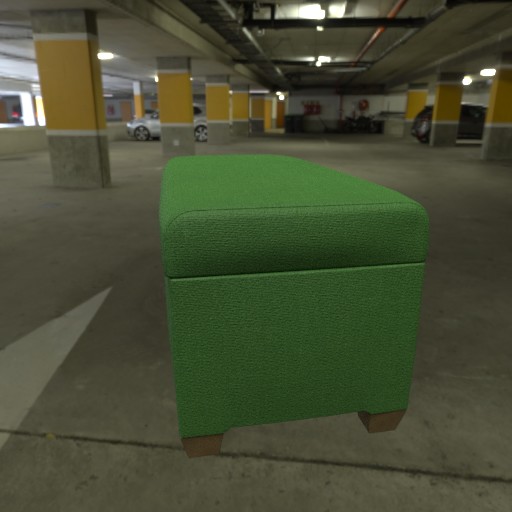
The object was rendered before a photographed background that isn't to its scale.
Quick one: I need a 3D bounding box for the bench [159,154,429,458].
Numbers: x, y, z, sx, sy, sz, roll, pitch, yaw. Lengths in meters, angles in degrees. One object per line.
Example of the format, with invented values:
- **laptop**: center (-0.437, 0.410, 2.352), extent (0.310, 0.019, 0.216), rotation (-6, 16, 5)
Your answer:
- **bench**: center (0.000, 0.000, 1.250), extent (0.505, 0.501, 0.989), rotation (-3, 18, -10)
